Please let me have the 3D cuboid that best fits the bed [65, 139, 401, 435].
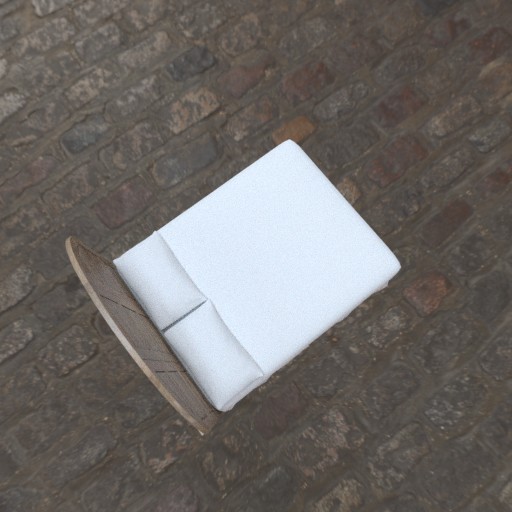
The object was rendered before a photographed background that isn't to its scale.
[{"bbox_3d":[0.000,0.000,3.536,2.112,2.002,1.713,-37,79,-9],"label":"bed"}]
